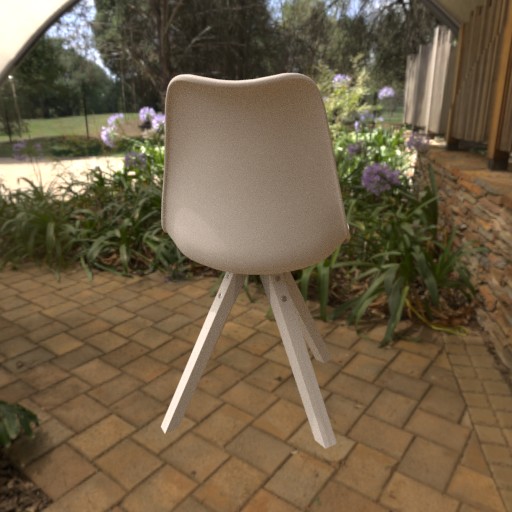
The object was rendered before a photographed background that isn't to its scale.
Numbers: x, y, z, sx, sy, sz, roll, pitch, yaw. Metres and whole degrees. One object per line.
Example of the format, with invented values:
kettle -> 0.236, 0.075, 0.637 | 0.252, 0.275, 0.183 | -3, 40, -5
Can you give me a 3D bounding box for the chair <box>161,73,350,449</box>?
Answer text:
chair -> 0.000, 0.000, 1.175 | 0.485, 0.850, 0.550 | 2, 17, 7
